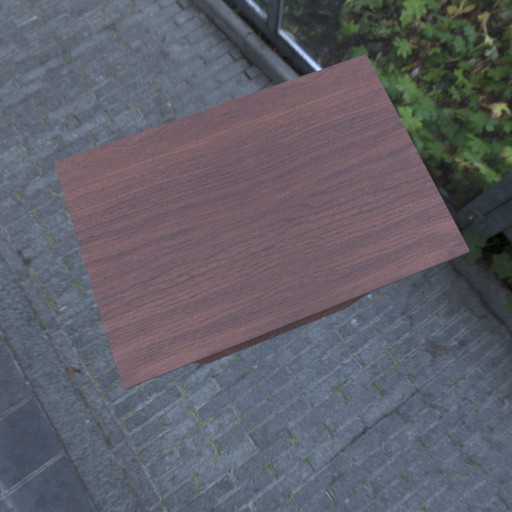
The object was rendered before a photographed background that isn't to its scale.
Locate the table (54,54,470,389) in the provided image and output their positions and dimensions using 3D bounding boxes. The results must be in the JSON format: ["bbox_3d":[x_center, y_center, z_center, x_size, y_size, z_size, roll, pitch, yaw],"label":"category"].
[{"bbox_3d":[0.000,0.000,1.086,0.589,0.711,0.406,-21,77,-5],"label":"table"}]
